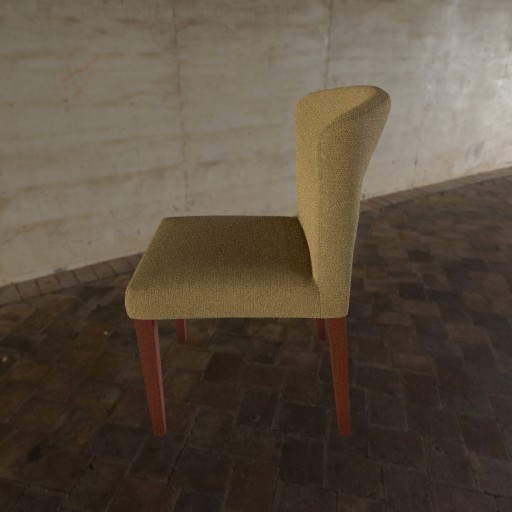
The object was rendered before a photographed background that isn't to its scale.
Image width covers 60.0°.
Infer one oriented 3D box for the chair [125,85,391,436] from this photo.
[{"bbox_3d":[0.000,0.000,1.176,0.589,0.839,0.491,0,25,-1],"label":"chair"}]
